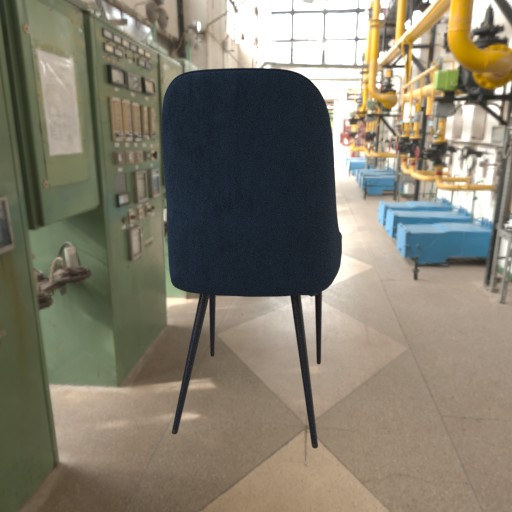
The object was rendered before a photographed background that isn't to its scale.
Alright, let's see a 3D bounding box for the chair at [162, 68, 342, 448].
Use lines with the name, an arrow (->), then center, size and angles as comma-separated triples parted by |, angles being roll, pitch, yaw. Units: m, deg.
chair -> 0.000, 0.000, 1.233 | 0.478, 0.896, 0.559 | 2, 15, 8
